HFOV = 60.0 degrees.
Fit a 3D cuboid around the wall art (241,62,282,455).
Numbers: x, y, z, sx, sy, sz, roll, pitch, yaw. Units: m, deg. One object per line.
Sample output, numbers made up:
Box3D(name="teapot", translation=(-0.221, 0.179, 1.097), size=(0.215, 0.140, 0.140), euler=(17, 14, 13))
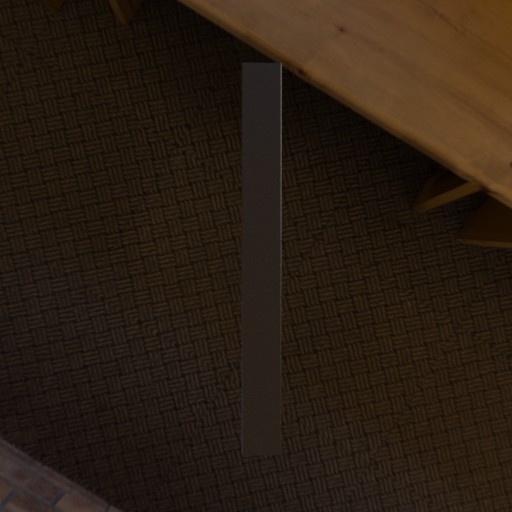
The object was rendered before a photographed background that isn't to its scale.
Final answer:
Box3D(name="wall art", translation=(0.000, 0.000, 0.517), size=(0.030, 0.369, 0.294), euler=(0, 91, -1))
